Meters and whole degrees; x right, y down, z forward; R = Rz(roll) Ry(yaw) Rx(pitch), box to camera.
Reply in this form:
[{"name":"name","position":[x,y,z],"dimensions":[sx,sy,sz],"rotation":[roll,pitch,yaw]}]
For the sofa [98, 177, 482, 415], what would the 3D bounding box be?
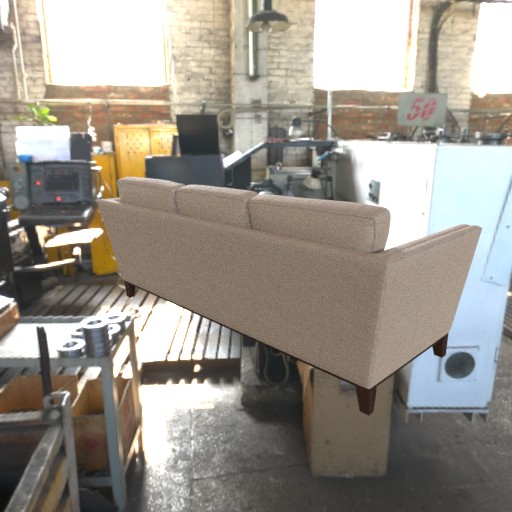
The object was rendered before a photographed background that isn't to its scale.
[{"name":"sofa","position":[0.000,0.000,2.872],"dimensions":[0.965,0.940,2.388],"rotation":[-14,21,-43]}]
